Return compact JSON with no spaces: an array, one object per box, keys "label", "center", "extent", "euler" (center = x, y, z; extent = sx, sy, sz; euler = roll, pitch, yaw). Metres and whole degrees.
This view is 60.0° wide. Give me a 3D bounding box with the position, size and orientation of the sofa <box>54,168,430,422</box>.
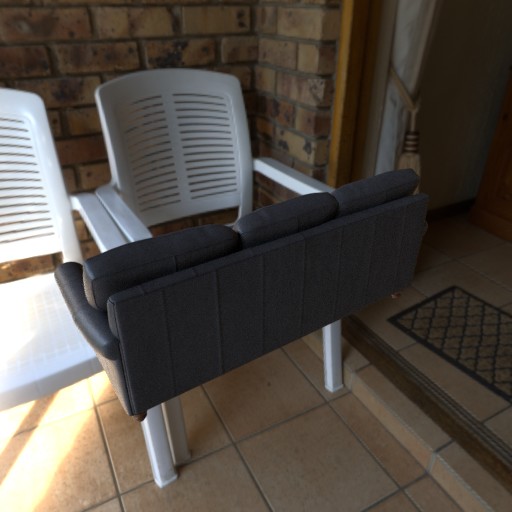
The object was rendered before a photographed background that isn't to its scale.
[{"label":"sofa","center":[0.000,0.000,2.935],"extent":[2.387,0.977,0.974],"euler":[-19,35,-29]}]
